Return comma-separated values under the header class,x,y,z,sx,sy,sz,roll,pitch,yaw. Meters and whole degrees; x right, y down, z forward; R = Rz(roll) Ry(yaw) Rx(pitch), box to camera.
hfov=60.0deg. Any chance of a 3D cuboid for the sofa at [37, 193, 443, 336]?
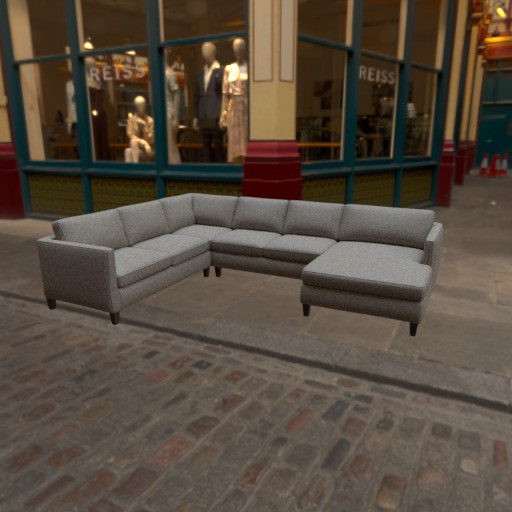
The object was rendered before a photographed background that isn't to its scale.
class,x,y,z,sx,sy,sz,roll,pitch,yaw
sofa,0.000,0.000,4.572,3.403,0.889,2.551,7,17,25
